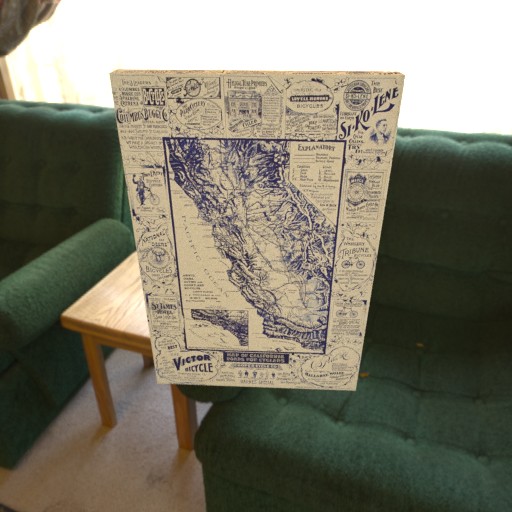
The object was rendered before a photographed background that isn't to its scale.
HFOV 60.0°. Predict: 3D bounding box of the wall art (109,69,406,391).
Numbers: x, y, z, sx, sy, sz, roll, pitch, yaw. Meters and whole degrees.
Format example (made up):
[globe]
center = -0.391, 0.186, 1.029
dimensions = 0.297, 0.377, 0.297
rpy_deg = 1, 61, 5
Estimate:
[wall art]
center = 0.000, 0.000, 0.776
dimensions = 0.408, 0.601, 0.040
rpy_deg = 1, 30, 2
